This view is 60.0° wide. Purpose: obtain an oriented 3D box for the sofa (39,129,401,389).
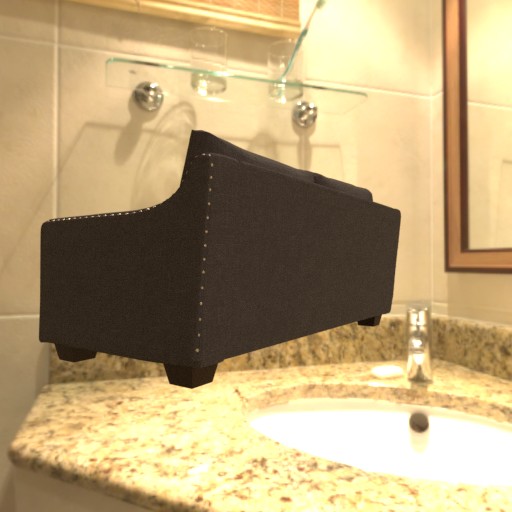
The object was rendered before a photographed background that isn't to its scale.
[{"bbox_3d":[0.000,0.000,3.210,1.336,1.196,2.550,-1,-1,35],"label":"sofa"}]
